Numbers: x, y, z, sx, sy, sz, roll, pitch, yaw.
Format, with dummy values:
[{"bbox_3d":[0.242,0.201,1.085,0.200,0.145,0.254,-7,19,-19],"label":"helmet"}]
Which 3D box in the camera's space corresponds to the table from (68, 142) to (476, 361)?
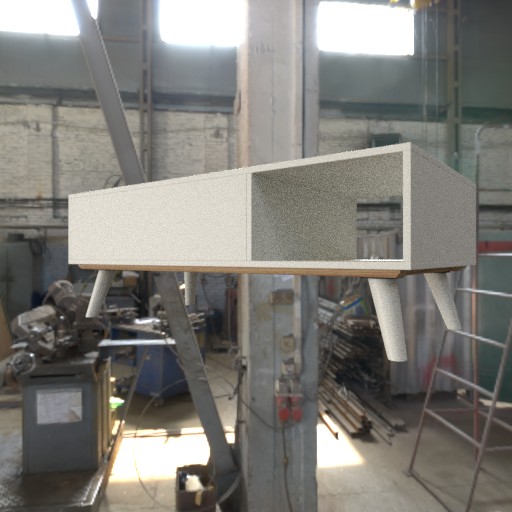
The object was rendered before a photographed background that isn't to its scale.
[{"bbox_3d":[0.000,0.000,1.445,1.194,0.432,0.609,0,0,37],"label":"table"}]
